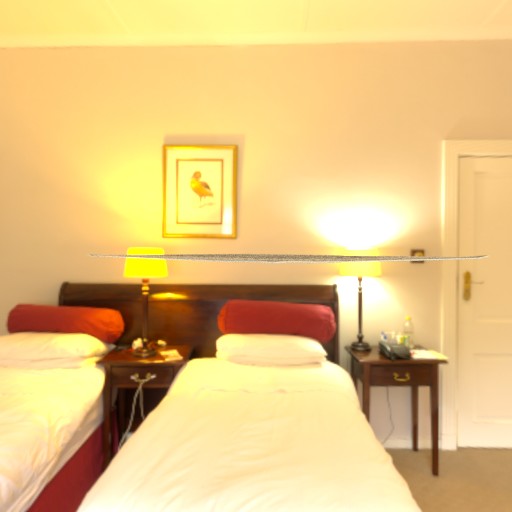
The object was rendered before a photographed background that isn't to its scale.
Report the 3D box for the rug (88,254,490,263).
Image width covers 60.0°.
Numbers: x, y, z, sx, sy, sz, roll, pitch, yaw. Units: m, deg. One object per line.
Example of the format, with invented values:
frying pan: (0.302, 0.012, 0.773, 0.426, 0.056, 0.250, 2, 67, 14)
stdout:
rug: (0.000, 0.000, 2.318, 1.209, 0.019, 1.828, -1, 1, -36)
